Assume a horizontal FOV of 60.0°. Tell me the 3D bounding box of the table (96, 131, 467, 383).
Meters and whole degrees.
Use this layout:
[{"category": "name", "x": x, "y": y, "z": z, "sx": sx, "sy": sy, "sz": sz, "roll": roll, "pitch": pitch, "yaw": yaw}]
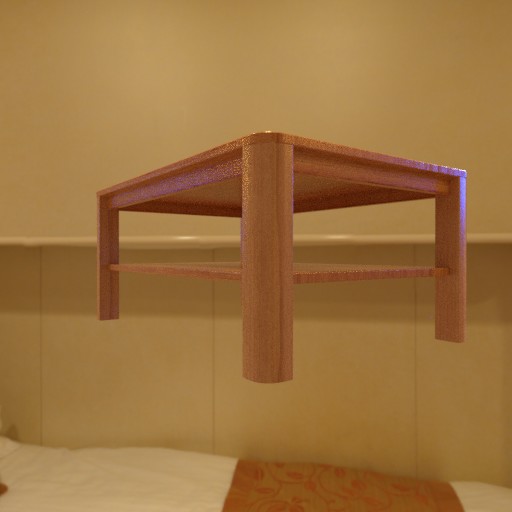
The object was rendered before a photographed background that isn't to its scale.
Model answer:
[{"category": "table", "x": 0.000, "y": 0.000, "z": 1.370, "sx": 0.696, "sy": 0.445, "sz": 0.997, "roll": 0, "pitch": 0, "yaw": -36}]
